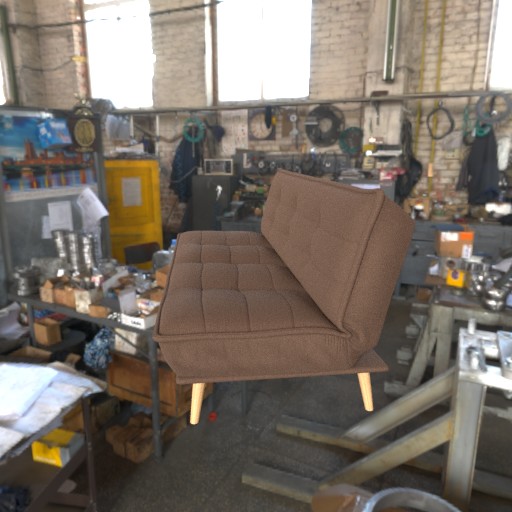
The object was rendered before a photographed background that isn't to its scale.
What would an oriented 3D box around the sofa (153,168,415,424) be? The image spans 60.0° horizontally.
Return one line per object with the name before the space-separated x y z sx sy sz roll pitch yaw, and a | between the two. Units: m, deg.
sofa | 0.000 0.000 2.452 0.950 0.890 1.940 -2 13 -7
